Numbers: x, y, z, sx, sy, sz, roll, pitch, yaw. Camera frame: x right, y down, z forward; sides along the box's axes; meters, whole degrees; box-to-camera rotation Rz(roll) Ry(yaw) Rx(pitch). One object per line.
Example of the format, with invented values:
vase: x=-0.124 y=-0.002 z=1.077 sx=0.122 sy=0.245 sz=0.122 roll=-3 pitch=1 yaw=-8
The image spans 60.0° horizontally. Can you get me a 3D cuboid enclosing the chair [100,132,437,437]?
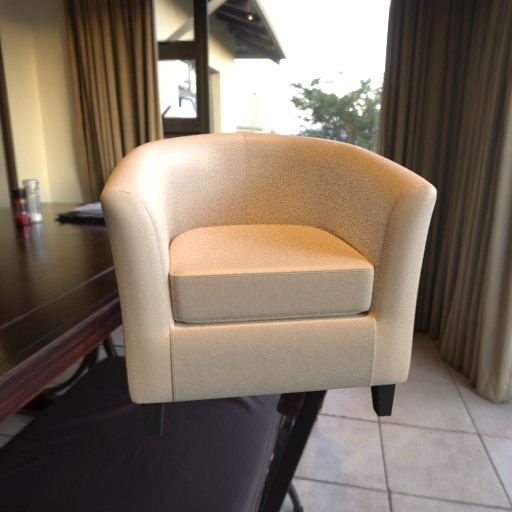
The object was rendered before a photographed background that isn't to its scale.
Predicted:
chair: x=0.000 y=0.000 z=1.390 sx=0.792 sy=0.756 sz=0.727 roll=-2 pitch=15 yaw=-8
